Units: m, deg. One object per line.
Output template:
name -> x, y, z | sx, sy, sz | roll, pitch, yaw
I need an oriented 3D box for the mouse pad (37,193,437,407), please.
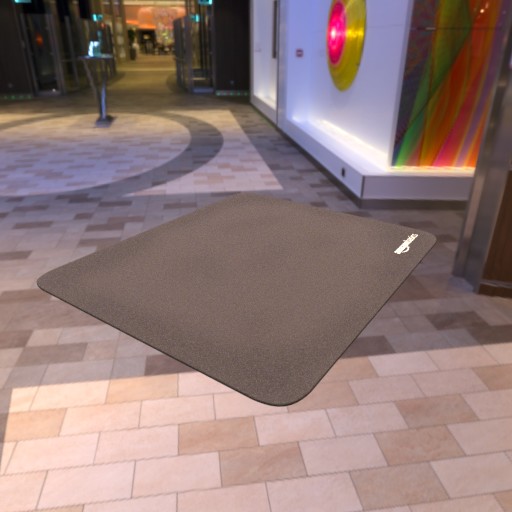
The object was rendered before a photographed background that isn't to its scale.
mouse pad -> 0.000, 0.000, 0.432 | 0.269, 0.002, 0.315 | 17, 31, 31
